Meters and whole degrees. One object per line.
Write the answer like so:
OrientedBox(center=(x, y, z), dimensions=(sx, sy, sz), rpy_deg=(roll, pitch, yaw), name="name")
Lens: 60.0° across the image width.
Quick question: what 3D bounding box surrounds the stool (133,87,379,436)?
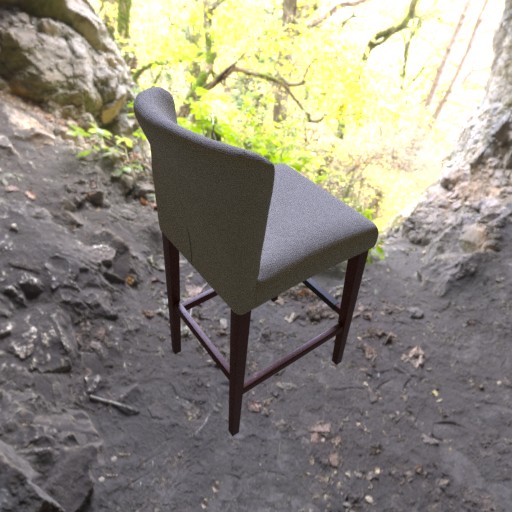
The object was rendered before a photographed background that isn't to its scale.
OrientedBox(center=(0.000, 0.000, 1.402), dimensions=(0.568, 1.069, 0.481), rpy_deg=(-25, 48, -26), name="stool")
